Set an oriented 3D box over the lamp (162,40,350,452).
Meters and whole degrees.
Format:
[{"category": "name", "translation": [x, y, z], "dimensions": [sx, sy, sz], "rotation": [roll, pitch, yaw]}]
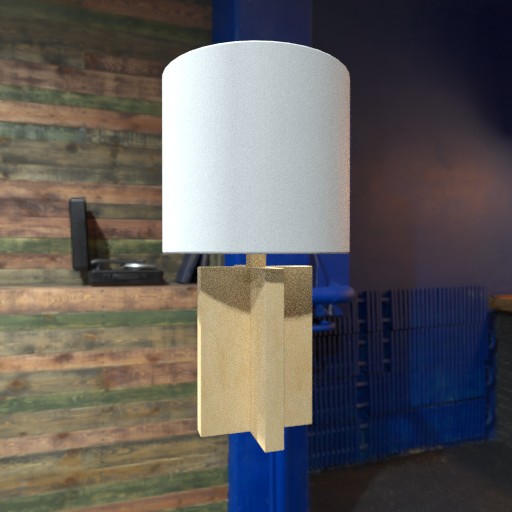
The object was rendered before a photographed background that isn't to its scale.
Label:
[{"category": "lamp", "translation": [0.000, 0.000, 0.553], "dimensions": [0.229, 0.428, 0.229], "rotation": [0, 1, -17]}]
